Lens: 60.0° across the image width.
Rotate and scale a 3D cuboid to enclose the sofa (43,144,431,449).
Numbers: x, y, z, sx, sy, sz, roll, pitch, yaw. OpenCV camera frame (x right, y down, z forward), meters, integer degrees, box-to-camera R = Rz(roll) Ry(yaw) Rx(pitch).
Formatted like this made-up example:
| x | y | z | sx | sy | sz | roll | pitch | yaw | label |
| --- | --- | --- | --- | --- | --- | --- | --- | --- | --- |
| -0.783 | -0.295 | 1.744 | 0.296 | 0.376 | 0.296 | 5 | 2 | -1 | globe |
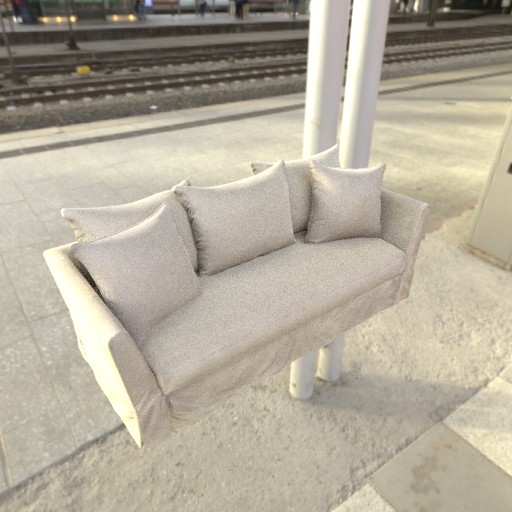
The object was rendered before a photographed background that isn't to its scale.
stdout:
| x | y | z | sx | sy | sz | roll | pitch | yaw | label |
| --- | --- | --- | --- | --- | --- | --- | --- | --- | --- |
| 0.000 | 0.000 | 2.868 | 2.290 | 1.034 | 1.031 | -21 | 36 | -32 | sofa |
